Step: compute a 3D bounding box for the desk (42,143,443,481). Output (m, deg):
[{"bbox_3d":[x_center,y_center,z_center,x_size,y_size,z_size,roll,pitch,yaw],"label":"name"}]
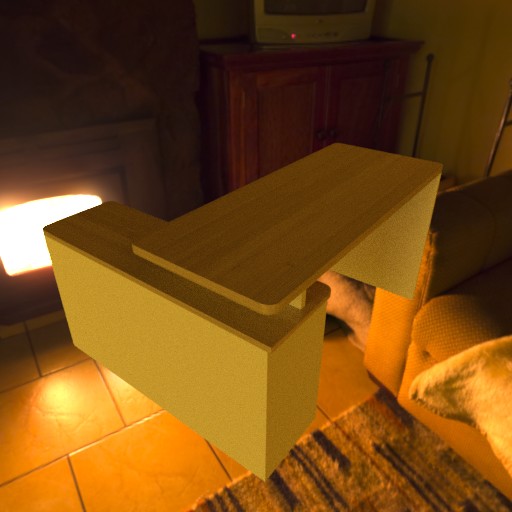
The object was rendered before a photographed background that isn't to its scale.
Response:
[{"bbox_3d":[0.000,0.000,2.112,1.175,0.770,1.400,21,37,31],"label":"desk"}]
